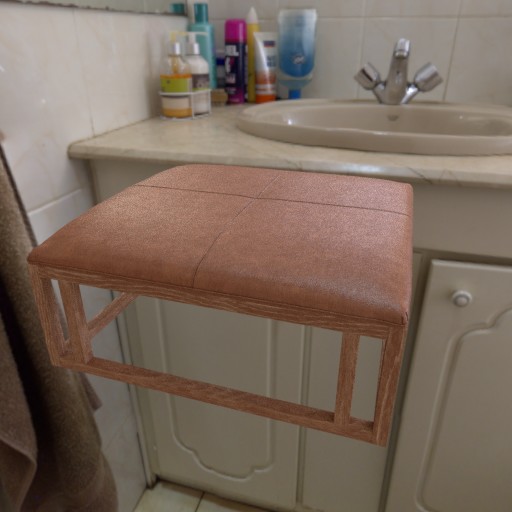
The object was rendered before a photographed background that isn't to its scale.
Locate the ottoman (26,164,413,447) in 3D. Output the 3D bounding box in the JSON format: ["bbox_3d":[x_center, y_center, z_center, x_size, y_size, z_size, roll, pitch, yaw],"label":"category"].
[{"bbox_3d":[0.000,0.000,1.575,1.016,0.442,1.013,8,27,16],"label":"ottoman"}]
